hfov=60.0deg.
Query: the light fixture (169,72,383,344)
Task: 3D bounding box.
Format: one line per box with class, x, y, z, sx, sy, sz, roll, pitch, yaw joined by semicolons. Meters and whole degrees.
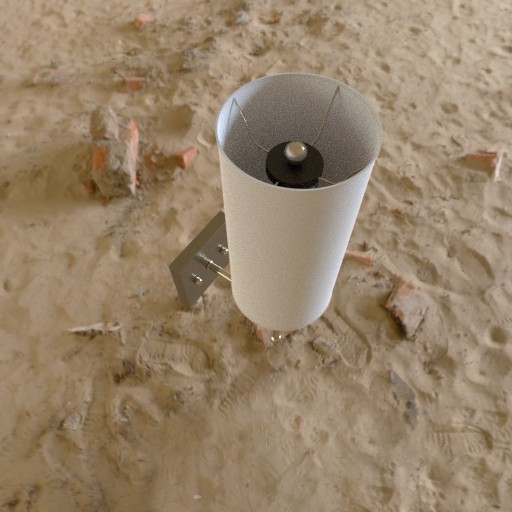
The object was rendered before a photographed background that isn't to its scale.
light fixture;0.000;0.000;0.549;0.208;0.462;0.128;31;64;17
